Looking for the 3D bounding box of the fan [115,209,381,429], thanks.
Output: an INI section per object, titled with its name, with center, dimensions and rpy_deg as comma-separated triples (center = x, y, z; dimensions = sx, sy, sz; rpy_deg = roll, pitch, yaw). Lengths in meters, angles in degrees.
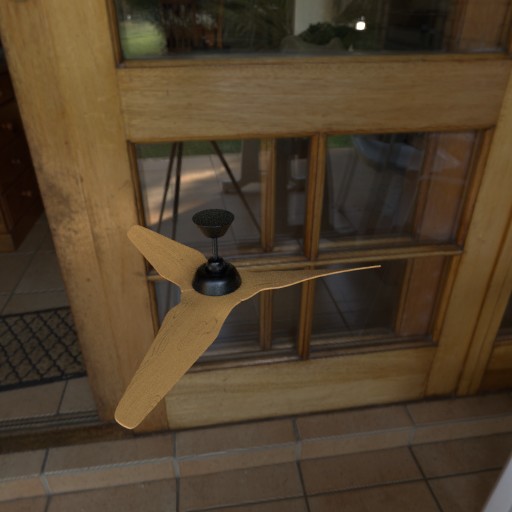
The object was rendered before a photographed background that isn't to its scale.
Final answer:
[fan]
center = 0.000, 0.000, 1.642
dimensions = 1.010, 0.355, 1.142
rpy_deg = -7, 31, -12
